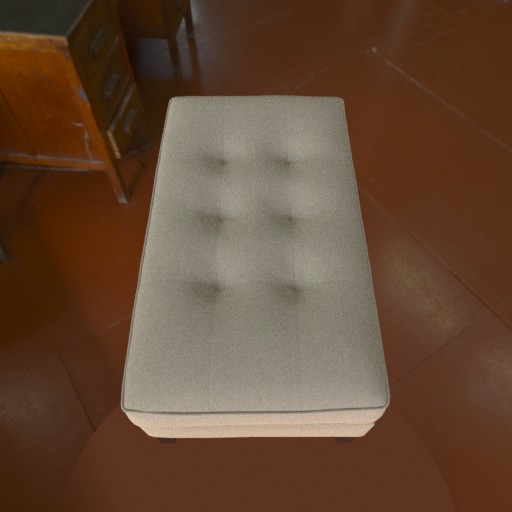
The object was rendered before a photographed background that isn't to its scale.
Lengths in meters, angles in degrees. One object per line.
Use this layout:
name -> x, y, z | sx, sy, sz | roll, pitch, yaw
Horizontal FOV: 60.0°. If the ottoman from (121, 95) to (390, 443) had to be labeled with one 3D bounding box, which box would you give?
ottoman -> 0.000, 0.000, 1.481 | 0.648, 0.508, 1.143 | 0, 57, 0
